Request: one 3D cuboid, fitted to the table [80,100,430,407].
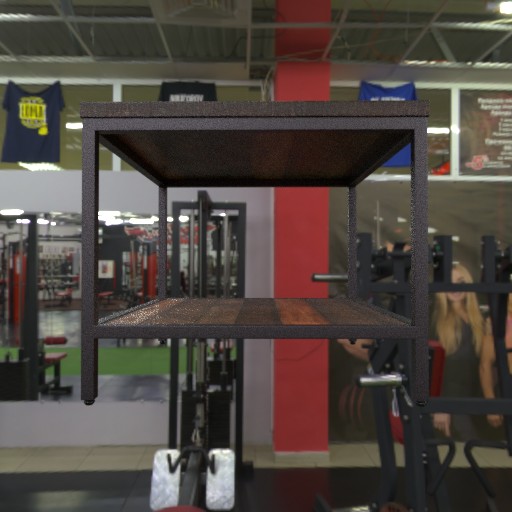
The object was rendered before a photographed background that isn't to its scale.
[{"bbox_3d":[0.000,0.000,0.969,0.553,0.482,0.548,0,-1,1],"label":"table"}]
